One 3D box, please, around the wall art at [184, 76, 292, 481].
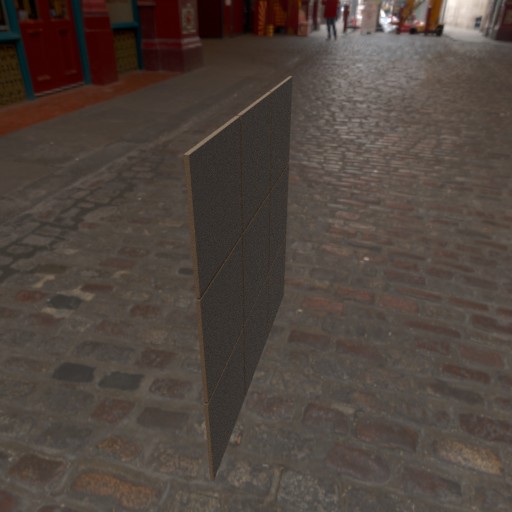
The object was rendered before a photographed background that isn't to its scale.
[{"bbox_3d":[0.000,0.000,2.281,0.017,1.521,1.527,8,31,13],"label":"wall art"}]
